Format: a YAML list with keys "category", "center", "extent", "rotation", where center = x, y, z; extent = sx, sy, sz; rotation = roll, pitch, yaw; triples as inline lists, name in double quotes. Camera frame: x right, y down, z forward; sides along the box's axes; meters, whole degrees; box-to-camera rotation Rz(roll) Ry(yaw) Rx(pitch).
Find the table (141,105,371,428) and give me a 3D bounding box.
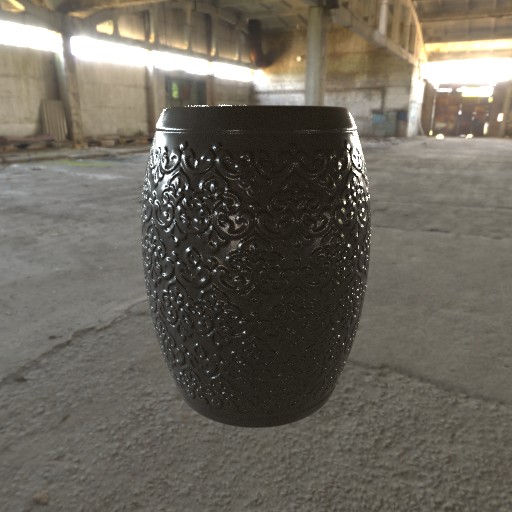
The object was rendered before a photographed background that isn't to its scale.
- category: "table"
  center: [0.000, 0.000, 0.623]
  extent: [0.309, 0.397, 0.309]
  rotation: [0, 17, 0]
